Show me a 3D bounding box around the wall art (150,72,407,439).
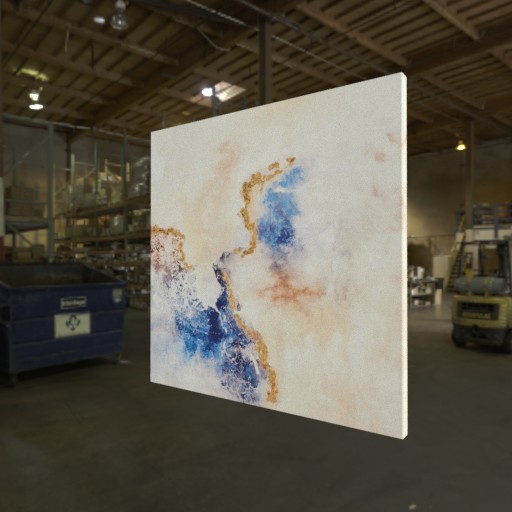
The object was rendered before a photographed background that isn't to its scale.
[{"bbox_3d":[0.000,0.000,1.339,0.889,0.889,0.038,0,-1,35],"label":"wall art"}]
